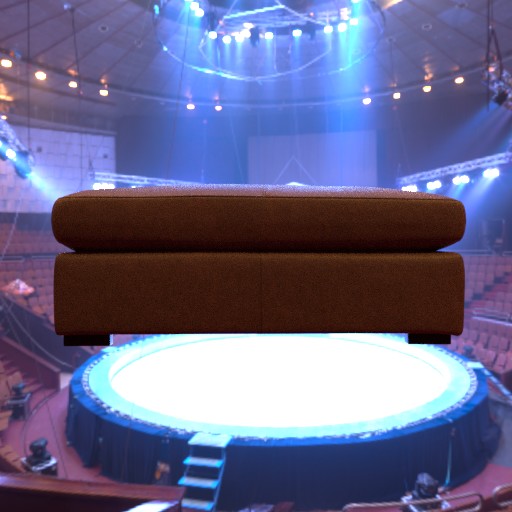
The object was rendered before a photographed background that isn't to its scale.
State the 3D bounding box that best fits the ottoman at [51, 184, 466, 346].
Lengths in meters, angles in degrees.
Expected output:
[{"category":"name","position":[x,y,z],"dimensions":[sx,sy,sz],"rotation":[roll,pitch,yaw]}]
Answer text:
[{"category":"ottoman","position":[0.000,0.000,1.762],"dimensions":[1.168,0.490,1.168],"rotation":[0,0,-1]}]
